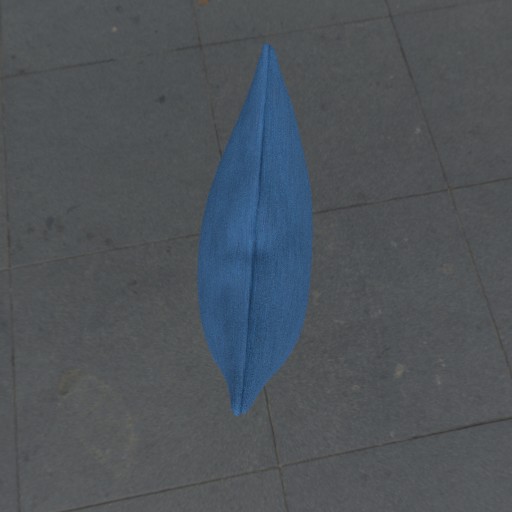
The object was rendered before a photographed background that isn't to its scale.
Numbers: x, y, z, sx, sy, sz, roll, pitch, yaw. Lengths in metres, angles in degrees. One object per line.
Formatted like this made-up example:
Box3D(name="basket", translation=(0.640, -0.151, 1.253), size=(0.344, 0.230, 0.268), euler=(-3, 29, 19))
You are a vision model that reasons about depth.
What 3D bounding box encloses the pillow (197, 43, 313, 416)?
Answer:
Box3D(name="pillow", translation=(0.000, 0.000, 0.686), size=(0.177, 0.420, 0.437), euler=(4, 75, 1))
